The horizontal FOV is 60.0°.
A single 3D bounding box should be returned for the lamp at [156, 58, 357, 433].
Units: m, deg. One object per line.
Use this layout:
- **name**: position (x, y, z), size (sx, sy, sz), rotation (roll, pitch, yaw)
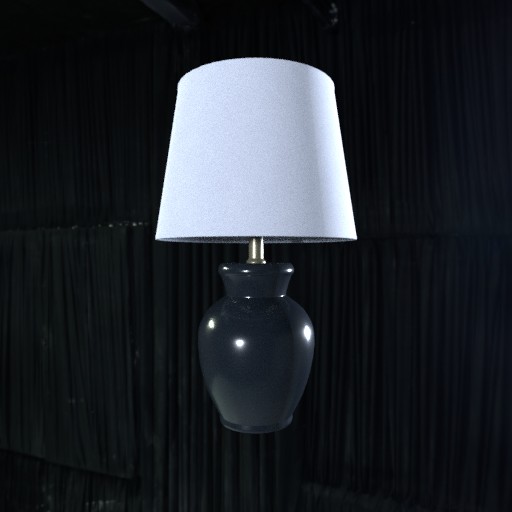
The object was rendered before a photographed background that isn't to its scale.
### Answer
- **lamp**: position (0.000, 0.000, 0.540), size (0.239, 0.399, 0.239), rotation (0, 0, 0)
